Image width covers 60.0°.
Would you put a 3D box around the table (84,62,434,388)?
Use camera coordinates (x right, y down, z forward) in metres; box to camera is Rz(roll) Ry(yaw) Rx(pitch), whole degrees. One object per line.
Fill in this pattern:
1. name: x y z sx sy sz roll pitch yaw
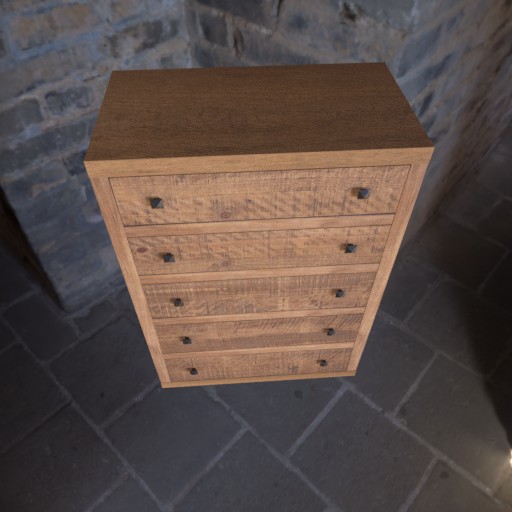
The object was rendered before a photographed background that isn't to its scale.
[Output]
1. table: 0.000 0.000 1.770 0.901 1.294 0.524 -3 48 -3
